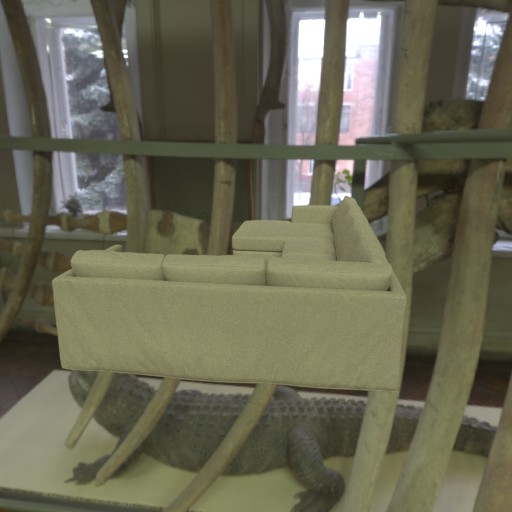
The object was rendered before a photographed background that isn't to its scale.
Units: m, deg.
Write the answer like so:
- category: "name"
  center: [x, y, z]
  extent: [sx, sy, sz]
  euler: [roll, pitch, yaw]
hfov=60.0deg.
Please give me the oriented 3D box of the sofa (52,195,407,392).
- category: "sofa"
  center: [0.000, 0.000, 4.650]
  extent: [2.476, 0.878, 3.528]
  euler: [2, 16, 7]
